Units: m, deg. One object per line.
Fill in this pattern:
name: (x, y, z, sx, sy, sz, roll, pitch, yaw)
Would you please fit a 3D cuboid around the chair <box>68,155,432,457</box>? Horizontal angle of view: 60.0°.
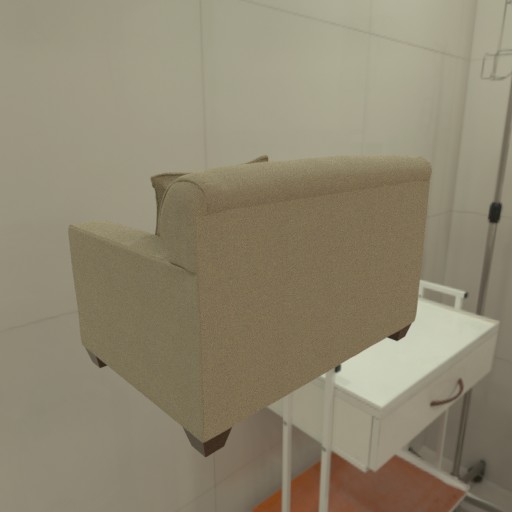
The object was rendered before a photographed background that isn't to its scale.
chair: (0.000, 0.000, 2.069, 1.383, 0.948, 1.000, -14, 21, -41)
